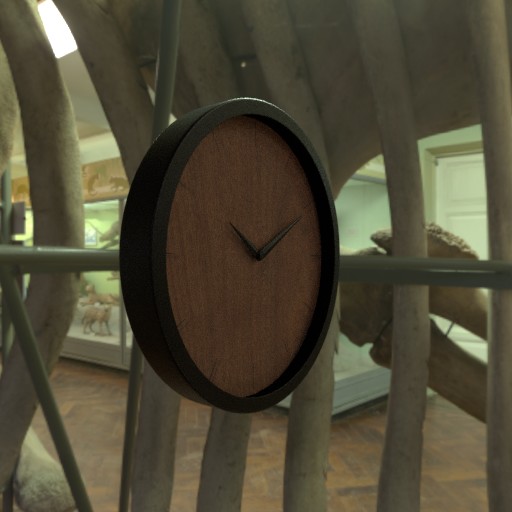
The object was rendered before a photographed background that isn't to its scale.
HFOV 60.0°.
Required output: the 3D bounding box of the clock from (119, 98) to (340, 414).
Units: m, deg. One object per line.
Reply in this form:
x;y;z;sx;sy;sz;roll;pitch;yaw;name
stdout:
0.000;0.000;0.468;0.040;0.314;0.314;0;1;37;clock
